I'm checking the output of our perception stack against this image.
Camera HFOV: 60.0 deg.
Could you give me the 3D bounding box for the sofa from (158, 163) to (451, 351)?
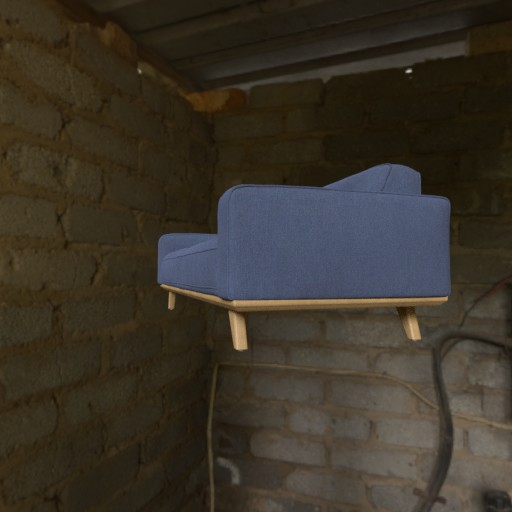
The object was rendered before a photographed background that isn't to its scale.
[{"bbox_3d":[0.000,0.000,2.694,0.953,0.782,2.270,1,-2,-18],"label":"sofa"}]
